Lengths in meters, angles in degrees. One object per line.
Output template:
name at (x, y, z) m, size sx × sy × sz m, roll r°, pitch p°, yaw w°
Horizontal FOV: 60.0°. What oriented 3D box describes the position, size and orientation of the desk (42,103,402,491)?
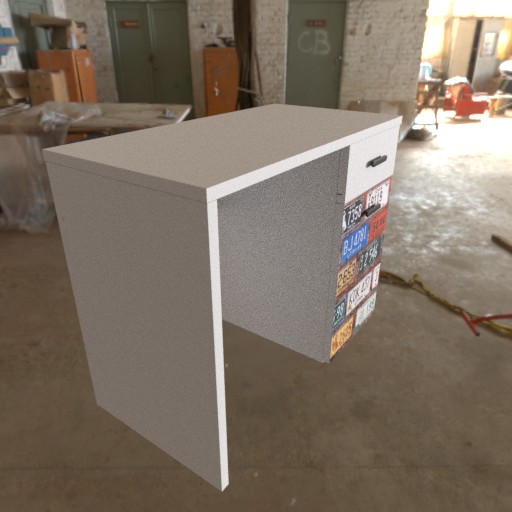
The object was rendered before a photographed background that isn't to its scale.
desk at (0.000, 0.000, 1.310) m, size 0.482 × 0.730 × 0.898 m, roll 18°, pitch 31°, yaw 32°
